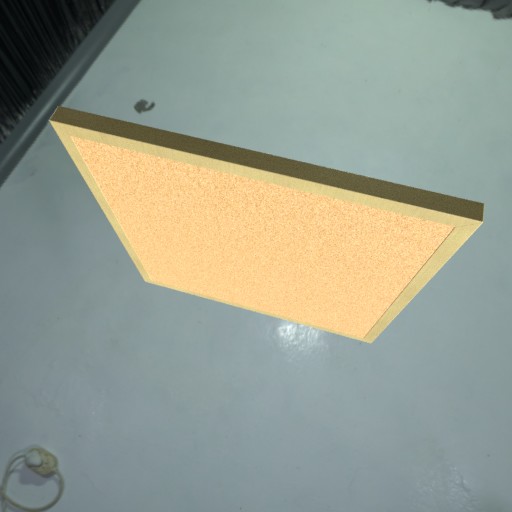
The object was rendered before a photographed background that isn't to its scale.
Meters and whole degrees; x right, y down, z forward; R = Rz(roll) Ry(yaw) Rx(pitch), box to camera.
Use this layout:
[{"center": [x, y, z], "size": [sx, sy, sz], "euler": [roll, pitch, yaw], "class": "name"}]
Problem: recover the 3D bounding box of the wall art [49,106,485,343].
[{"center": [0.000, 0.000, 1.101], "size": [0.763, 0.763, 0.037], "euler": [14, 65, 7], "class": "wall art"}]
